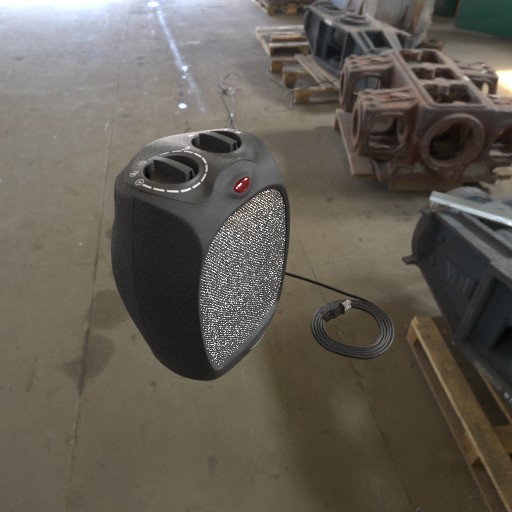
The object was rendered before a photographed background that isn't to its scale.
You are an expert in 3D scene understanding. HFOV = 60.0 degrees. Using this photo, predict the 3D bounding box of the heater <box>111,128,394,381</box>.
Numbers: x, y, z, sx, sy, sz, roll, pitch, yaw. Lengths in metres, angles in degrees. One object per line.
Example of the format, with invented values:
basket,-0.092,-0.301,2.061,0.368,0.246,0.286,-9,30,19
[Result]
heater,0.000,0.000,0.464,0.291,0.240,0.239,24,46,25
